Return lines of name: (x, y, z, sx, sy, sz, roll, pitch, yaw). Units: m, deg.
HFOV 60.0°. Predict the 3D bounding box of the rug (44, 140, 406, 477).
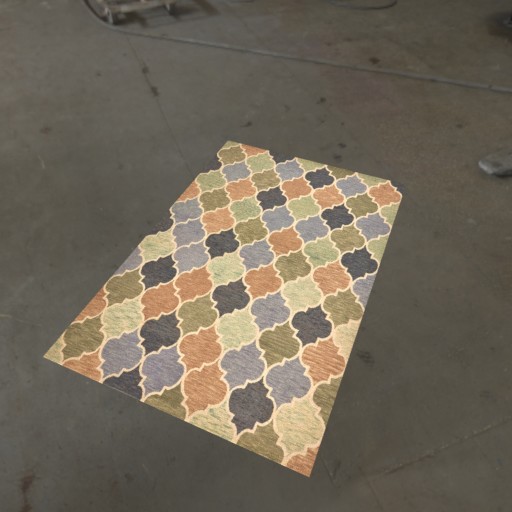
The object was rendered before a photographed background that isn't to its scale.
rug: (0.000, 0.000, 2.328, 1.216, 0.006, 1.828, 18, 50, 16)
